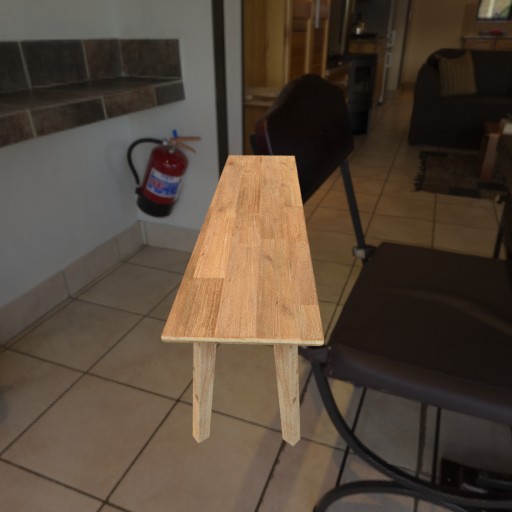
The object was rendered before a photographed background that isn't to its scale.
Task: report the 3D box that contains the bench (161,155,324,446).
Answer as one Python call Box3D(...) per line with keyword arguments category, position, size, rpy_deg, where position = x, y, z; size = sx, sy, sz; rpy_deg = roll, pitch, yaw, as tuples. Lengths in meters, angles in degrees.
Box3D(category="bench", position=(0.000, 0.000, 1.876), size=(0.378, 0.431, 1.698), rpy_deg=(1, 27, 2))
